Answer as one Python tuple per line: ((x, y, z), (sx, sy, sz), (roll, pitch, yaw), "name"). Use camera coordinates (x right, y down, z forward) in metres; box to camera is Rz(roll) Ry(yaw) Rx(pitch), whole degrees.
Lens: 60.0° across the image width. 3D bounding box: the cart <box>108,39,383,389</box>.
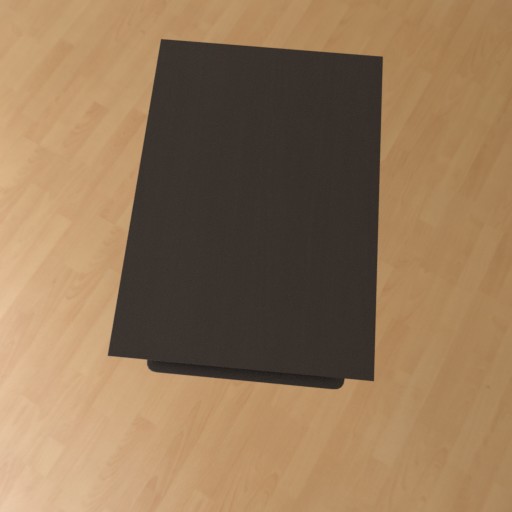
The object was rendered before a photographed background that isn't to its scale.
((0.000, 0.000, 1.251), (0.456, 0.879, 0.660), (5, 76, 1), "cart")
